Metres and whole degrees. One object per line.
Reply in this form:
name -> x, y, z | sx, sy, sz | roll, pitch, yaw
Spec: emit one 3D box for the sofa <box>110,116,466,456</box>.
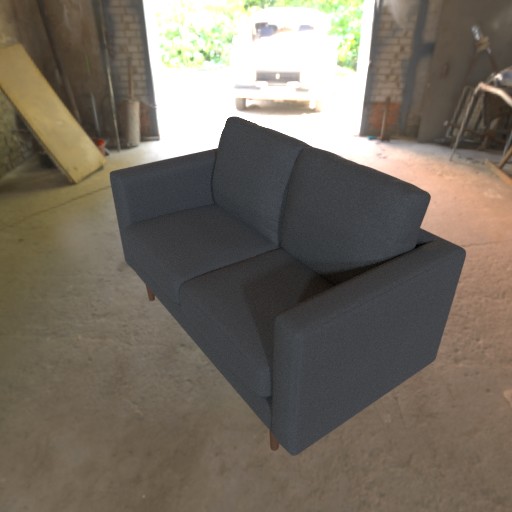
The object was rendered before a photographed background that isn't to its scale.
sofa -> 0.000, 0.000, 1.943 | 0.796, 0.908, 1.430 | -21, 38, -29
